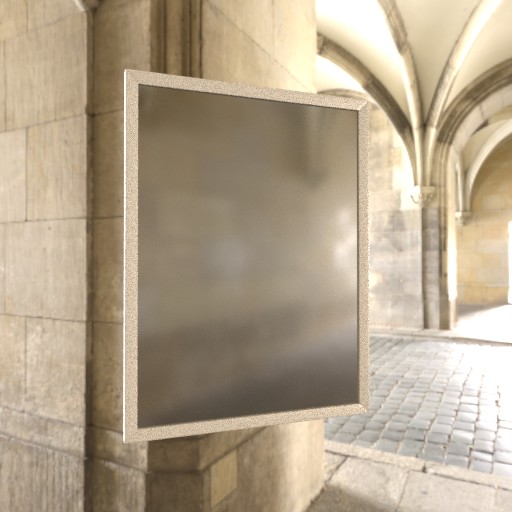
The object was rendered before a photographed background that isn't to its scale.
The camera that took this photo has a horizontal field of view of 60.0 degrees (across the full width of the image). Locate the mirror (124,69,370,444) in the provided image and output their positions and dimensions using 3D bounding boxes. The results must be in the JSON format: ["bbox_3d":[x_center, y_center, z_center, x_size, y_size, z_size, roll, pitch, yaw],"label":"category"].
[{"bbox_3d":[0.000,0.000,1.339,0.762,1.016,0.040,0,-1,-18],"label":"mirror"}]
